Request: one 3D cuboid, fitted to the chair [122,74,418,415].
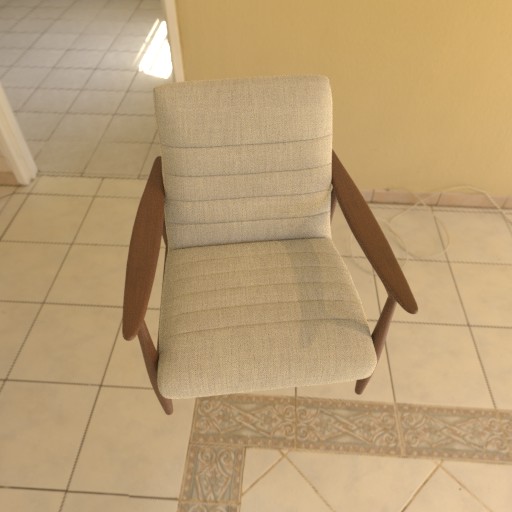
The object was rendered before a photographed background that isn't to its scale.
[{"bbox_3d":[0.000,0.000,1.419,0.741,0.832,0.798,-5,47,-4],"label":"chair"}]
